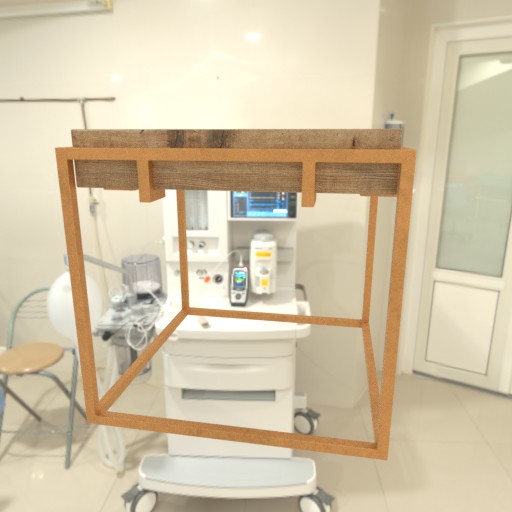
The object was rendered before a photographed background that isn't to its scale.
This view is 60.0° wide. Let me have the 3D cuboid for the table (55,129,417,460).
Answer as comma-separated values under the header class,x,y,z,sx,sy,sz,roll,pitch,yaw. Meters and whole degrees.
class,x,y,z,sx,sy,sz,roll,pitch,yaw
table,0.000,0.000,1.070,0.599,0.584,0.599,3,16,10
